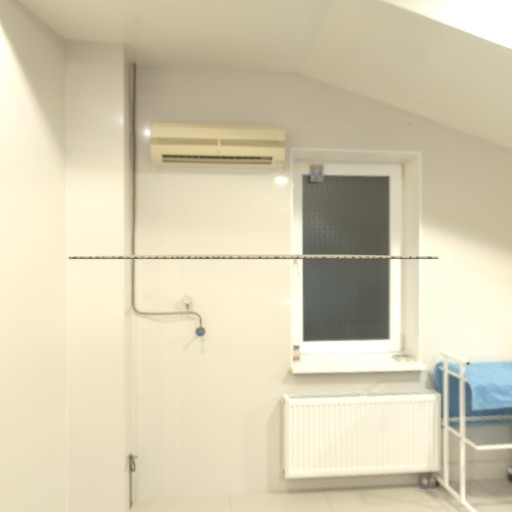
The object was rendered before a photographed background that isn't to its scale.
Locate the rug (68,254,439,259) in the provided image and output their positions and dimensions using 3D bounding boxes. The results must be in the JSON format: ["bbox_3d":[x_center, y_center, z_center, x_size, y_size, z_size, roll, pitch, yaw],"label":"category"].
[{"bbox_3d":[0.000,0.000,2.214,1.144,0.008,1.752,0,0,1],"label":"rug"}]
